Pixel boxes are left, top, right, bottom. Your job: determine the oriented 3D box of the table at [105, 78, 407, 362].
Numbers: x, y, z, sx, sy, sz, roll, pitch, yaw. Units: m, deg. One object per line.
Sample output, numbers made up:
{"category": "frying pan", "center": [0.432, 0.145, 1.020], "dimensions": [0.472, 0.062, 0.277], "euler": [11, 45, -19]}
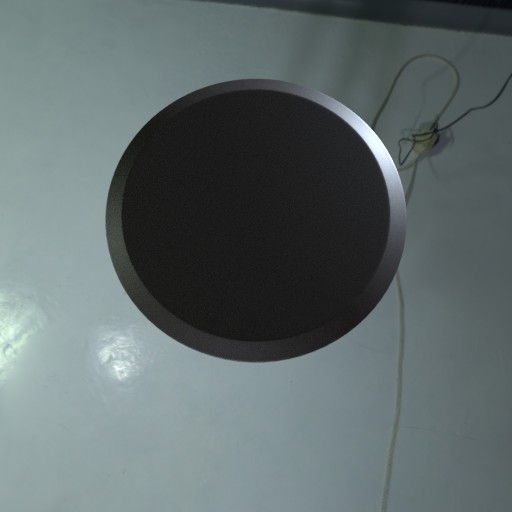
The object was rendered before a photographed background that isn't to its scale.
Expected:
{"category": "table", "center": [0.000, 0.000, 0.947], "dimensions": [0.457, 0.585, 0.457], "euler": [0, 75, 0]}
